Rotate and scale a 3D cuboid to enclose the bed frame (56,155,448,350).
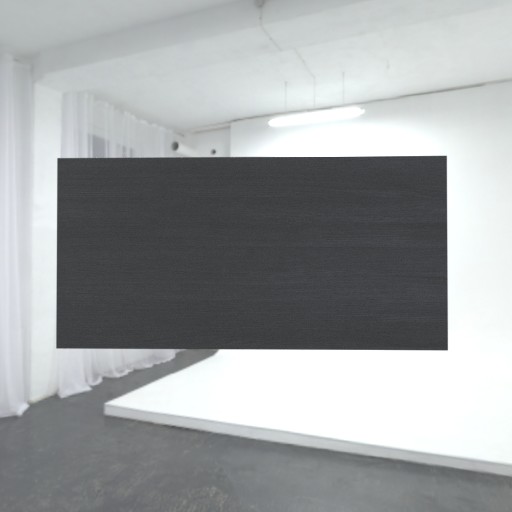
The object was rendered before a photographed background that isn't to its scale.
[{"bbox_3d":[0.000,0.000,2.818,1.622,0.800,1.960,0,-1,1],"label":"bed frame"}]
